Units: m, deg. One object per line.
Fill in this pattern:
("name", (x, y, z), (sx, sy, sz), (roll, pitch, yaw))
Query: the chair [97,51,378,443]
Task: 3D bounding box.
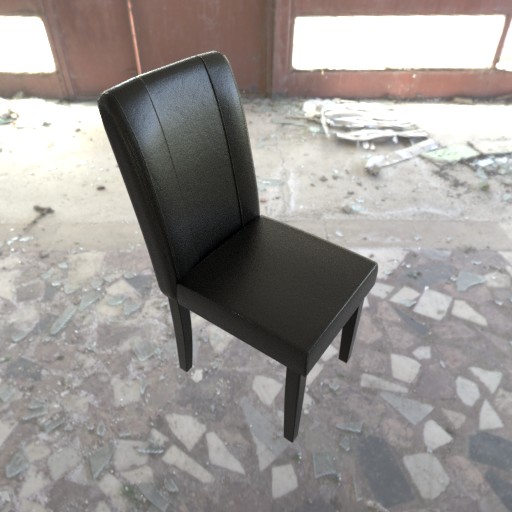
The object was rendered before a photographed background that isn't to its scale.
("chair", (0.000, 0.000, 1.201), (0.556, 0.897, 0.399), (25, 46, 26))
